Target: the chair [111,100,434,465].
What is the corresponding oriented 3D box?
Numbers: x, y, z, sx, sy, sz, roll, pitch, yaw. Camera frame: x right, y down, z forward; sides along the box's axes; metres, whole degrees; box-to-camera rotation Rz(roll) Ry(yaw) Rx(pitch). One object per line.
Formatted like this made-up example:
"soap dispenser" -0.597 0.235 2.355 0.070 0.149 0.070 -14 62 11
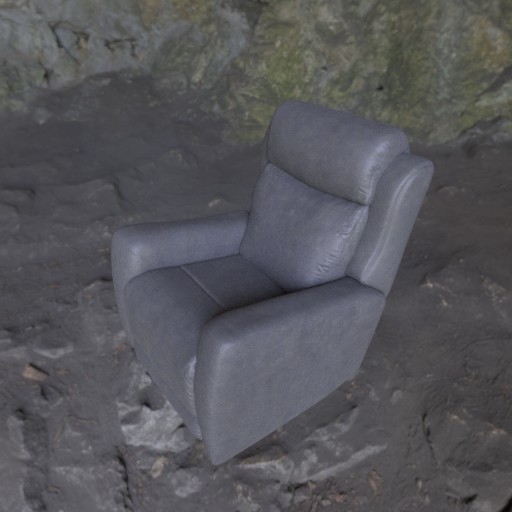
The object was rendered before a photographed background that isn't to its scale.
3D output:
"chair" 0.000 0.000 1.942 1.068 1.116 0.967 -21 38 -29
